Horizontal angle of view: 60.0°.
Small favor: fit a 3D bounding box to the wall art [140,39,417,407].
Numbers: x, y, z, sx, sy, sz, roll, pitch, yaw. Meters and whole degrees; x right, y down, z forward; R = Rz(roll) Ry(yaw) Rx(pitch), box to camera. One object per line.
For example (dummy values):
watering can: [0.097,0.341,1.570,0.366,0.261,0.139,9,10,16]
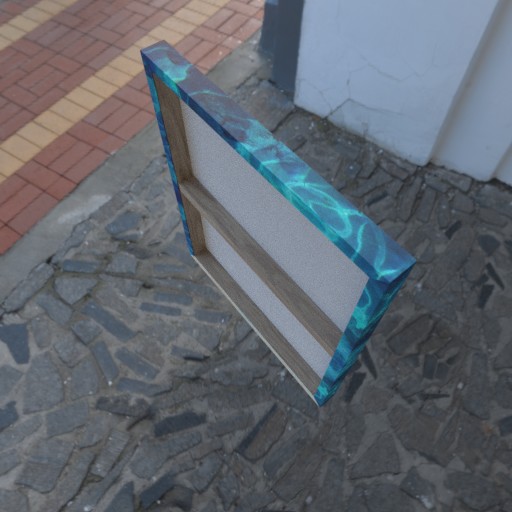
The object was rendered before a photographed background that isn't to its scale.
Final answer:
wall art: [0.000,0.000,0.708,0.038,0.508,0.432,-34,65,-19]
